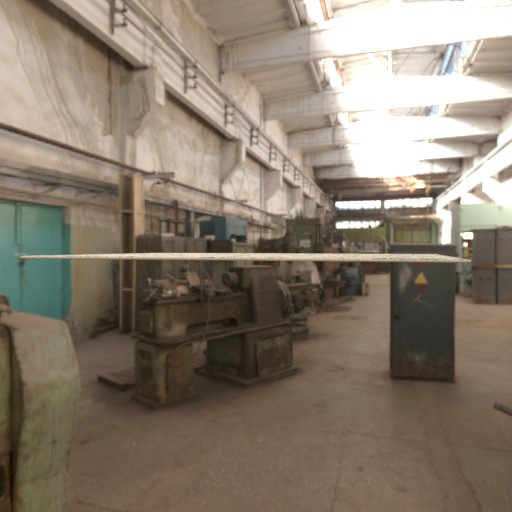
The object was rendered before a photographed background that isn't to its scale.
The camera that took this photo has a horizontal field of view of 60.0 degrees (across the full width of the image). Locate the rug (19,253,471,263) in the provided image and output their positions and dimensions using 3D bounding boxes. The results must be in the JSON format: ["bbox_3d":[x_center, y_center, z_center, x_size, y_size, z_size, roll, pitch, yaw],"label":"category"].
[{"bbox_3d":[0.000,0.000,2.270,1.831,0.012,1.213,0,1,18],"label":"rug"}]
